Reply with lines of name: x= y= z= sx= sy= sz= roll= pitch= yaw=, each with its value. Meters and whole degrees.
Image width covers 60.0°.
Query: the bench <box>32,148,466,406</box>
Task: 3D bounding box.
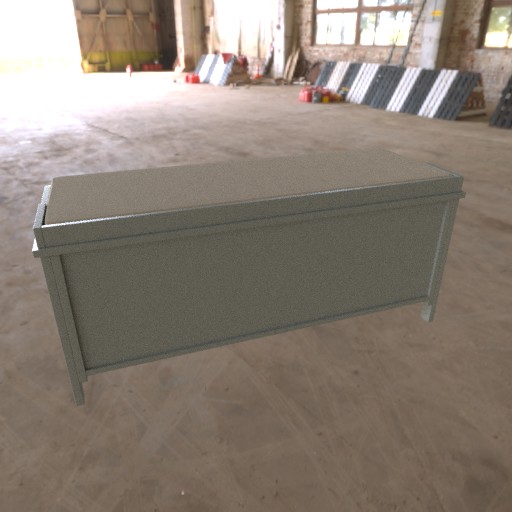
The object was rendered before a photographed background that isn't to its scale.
bench: x=0.000 y=0.000 z=1.360 sx=1.140 sy=0.501 sz=0.398 roll=-9 pitch=28 yaw=-17
